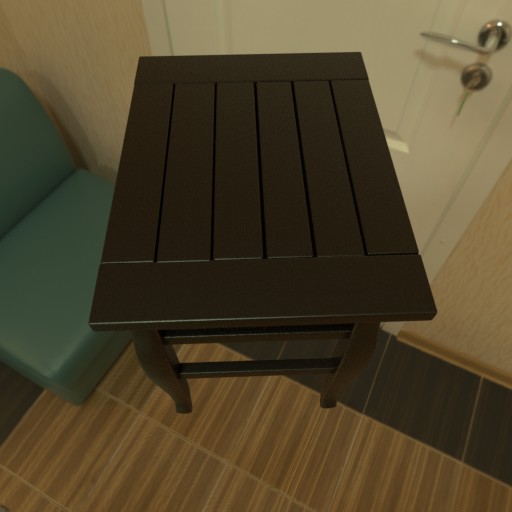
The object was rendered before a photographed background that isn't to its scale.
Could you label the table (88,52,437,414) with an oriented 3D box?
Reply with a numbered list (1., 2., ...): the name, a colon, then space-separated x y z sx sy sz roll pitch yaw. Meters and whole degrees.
1. table: 0.000 0.000 0.997 0.460 0.604 0.602 -2 56 -1
